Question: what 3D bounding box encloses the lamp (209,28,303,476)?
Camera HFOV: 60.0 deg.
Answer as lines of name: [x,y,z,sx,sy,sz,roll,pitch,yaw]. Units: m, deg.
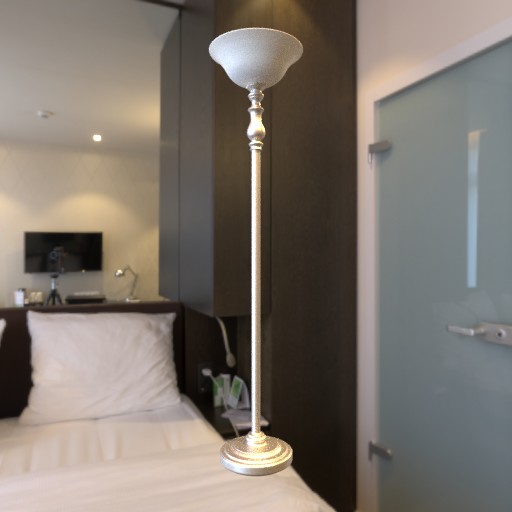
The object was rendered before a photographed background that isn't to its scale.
lamp: [0.000,0.000,1.921,0.405,1.771,0.405,0,0,35]
